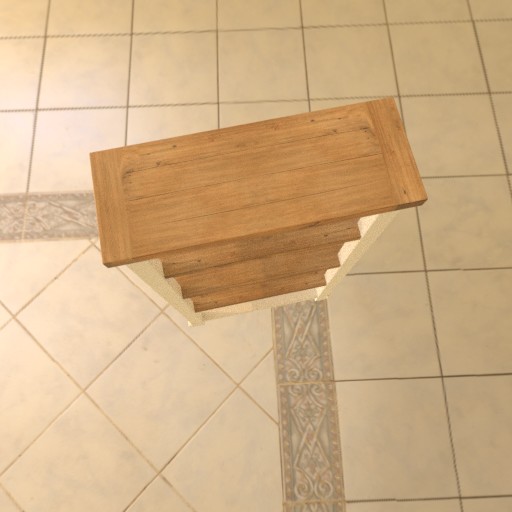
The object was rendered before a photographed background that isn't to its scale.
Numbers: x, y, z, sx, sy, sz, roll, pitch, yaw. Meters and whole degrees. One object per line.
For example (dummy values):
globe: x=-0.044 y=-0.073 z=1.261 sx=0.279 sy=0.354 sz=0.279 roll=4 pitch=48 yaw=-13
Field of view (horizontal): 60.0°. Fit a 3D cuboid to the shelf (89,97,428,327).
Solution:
shelf: x=0.000 y=0.000 z=2.310 sx=1.022 sy=1.878 sz=0.381 roll=-11 pitch=75 yaw=-3
